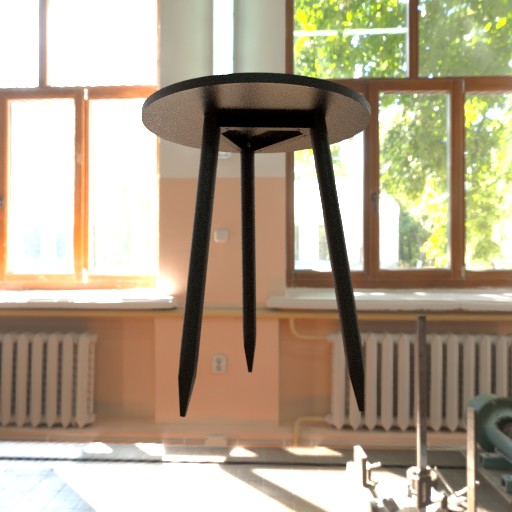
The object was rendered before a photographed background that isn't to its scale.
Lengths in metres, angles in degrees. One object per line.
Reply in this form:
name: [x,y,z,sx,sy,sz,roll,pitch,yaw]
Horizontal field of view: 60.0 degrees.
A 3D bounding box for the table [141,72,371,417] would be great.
table: [0.000,0.000,0.911,0.457,0.585,0.457,0,0,0]
